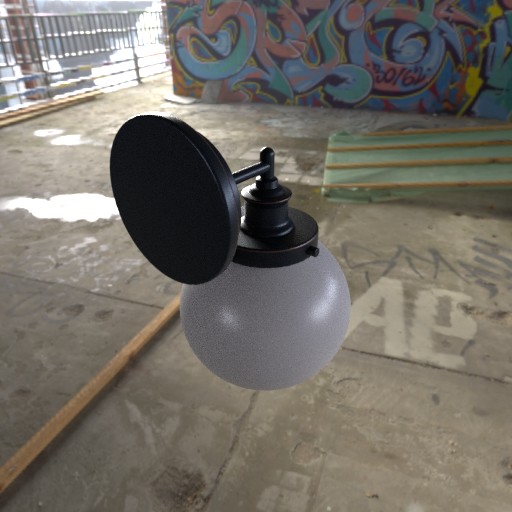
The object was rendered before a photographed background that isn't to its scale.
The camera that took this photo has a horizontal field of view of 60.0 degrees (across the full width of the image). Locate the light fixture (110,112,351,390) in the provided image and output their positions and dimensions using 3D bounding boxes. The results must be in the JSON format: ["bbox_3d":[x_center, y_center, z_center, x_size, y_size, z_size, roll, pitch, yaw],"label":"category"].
[{"bbox_3d":[0.000,0.000,0.472,0.197,0.332,0.230,22,37,33],"label":"light fixture"}]
